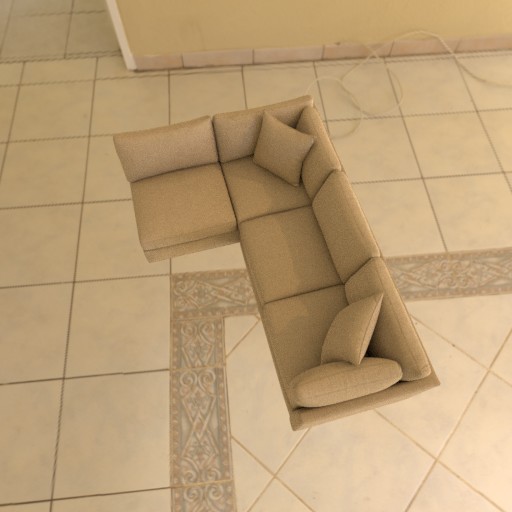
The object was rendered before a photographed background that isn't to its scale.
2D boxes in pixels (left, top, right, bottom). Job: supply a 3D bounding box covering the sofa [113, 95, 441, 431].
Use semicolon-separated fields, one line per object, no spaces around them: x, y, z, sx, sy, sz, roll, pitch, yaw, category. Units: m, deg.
0.000;0.000;3.875;1.994;0.978;2.896;-13;64;-7;sofa
